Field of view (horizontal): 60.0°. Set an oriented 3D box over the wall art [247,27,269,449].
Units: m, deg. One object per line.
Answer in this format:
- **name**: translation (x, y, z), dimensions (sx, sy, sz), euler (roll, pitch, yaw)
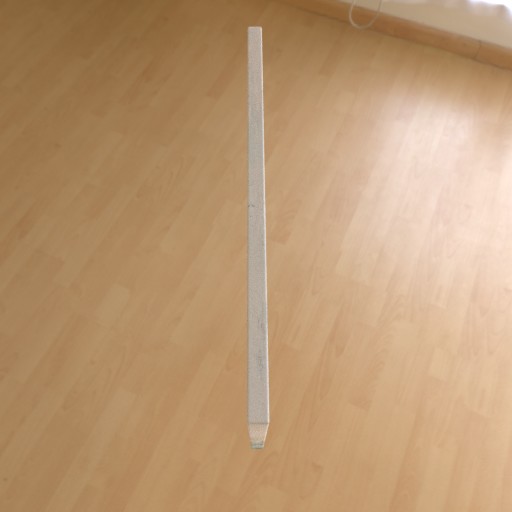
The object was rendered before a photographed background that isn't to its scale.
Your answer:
- **wall art**: translation (0.000, 0.000, 1.319), dimensions (0.038, 0.762, 1.016), euler (0, 64, 0)
